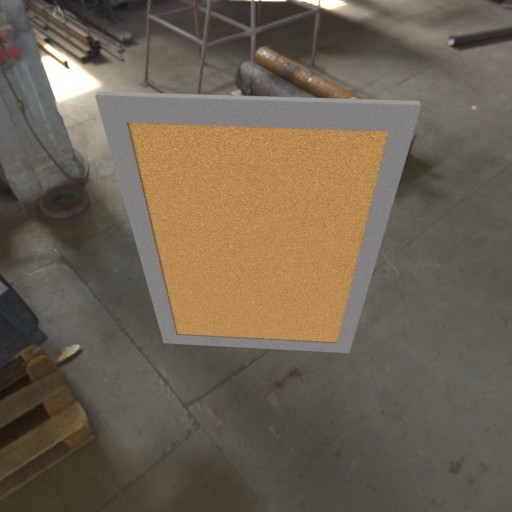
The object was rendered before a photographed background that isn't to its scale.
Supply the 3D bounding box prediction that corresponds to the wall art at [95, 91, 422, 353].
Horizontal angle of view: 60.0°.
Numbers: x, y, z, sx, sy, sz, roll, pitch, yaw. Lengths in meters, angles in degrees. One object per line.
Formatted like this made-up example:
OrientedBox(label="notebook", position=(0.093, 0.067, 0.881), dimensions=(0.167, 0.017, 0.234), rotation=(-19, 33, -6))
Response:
OrientedBox(label="wall art", position=(0.000, 0.000, 0.702), dimensions=(0.374, 0.529, 0.012), rotation=(2, 47, 2))
